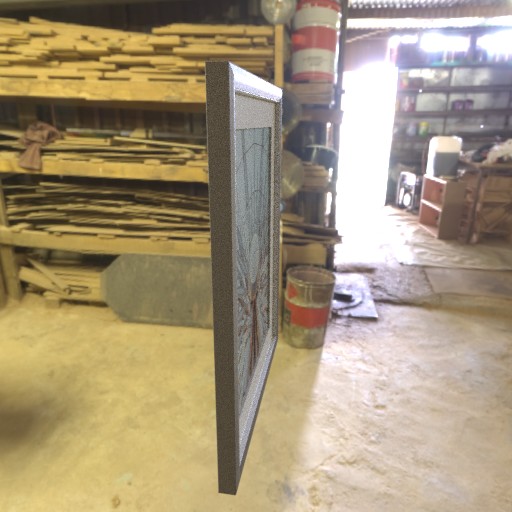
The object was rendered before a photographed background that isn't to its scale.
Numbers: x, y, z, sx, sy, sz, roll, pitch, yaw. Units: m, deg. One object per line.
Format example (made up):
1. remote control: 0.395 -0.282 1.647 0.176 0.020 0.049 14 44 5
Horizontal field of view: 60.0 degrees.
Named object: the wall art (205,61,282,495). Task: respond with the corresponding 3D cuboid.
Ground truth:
1. wall art: 0.000 0.000 0.752 0.029 0.558 0.458 3 17 10
